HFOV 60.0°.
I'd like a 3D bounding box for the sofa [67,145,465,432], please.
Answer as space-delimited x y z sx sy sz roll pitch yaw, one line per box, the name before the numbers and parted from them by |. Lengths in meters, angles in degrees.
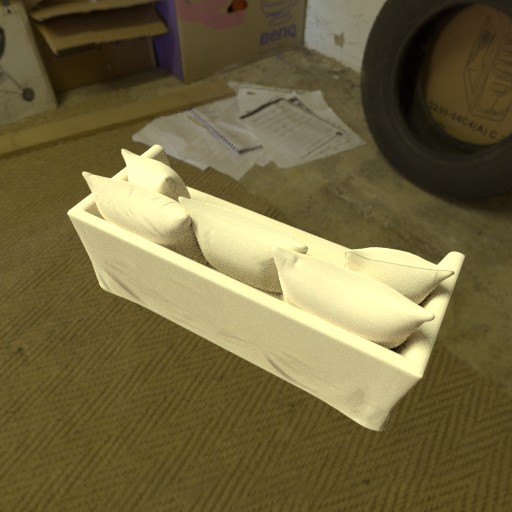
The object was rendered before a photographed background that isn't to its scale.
sofa | 0.000 0.000 3.082 2.484 1.042 1.030 23 51 20
